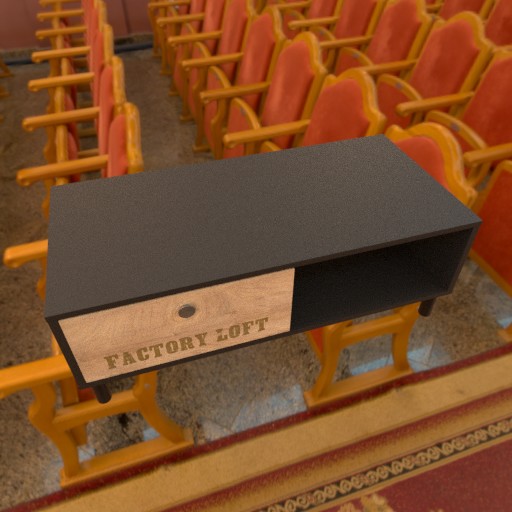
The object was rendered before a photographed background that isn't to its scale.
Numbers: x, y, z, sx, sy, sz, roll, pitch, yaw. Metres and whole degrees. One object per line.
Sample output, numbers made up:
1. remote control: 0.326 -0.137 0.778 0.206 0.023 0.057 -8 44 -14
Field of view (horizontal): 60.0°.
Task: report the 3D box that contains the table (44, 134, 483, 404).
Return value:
1. table: 0.000 0.000 1.374 1.100 0.400 0.550 -12 43 -13
